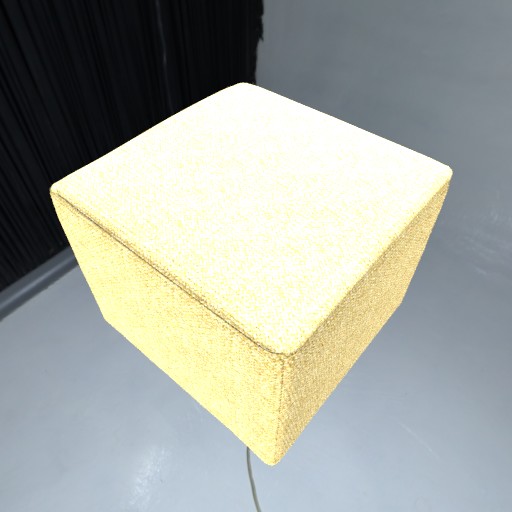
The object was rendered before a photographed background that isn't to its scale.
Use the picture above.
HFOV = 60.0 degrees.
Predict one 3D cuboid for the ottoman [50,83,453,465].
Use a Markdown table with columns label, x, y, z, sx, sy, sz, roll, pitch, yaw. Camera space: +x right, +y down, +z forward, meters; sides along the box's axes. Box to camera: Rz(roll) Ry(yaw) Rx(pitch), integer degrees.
| label | x | y | z | sx | sy | sz | roll | pitch | yaw |
| --- | --- | --- | --- | --- | --- | --- | --- | --- | --- |
| ottoman | 0.000 | 0.000 | 0.898 | 0.512 | 0.441 | 0.505 | 32 | 56 | 26 |
